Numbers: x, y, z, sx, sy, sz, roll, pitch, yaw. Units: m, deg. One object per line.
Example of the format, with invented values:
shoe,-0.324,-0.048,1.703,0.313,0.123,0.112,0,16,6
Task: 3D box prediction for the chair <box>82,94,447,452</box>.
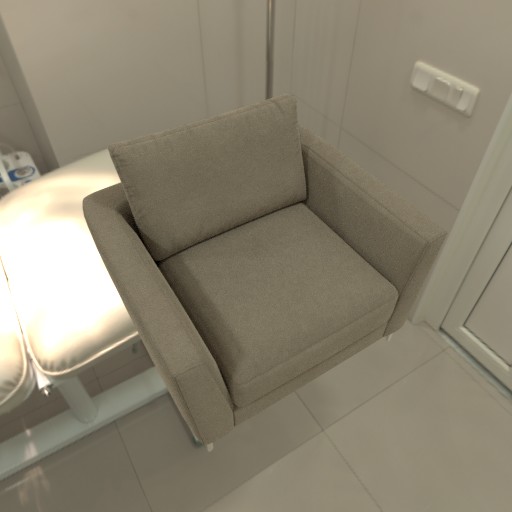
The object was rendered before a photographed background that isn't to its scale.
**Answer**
chair,0.000,0.000,1.702,1.041,0.864,0.889,-24,51,-21
